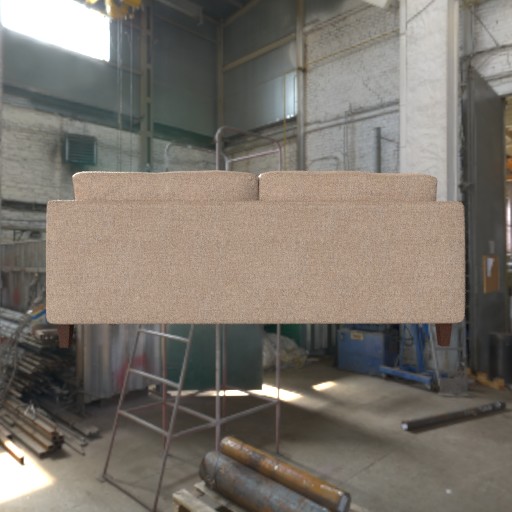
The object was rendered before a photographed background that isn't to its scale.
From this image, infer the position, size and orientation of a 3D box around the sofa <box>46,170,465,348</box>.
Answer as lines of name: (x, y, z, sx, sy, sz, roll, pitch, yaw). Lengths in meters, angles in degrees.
sofa: (0.000, 0.000, 2.762, 2.208, 0.965, 0.951, 0, -1, -1)
